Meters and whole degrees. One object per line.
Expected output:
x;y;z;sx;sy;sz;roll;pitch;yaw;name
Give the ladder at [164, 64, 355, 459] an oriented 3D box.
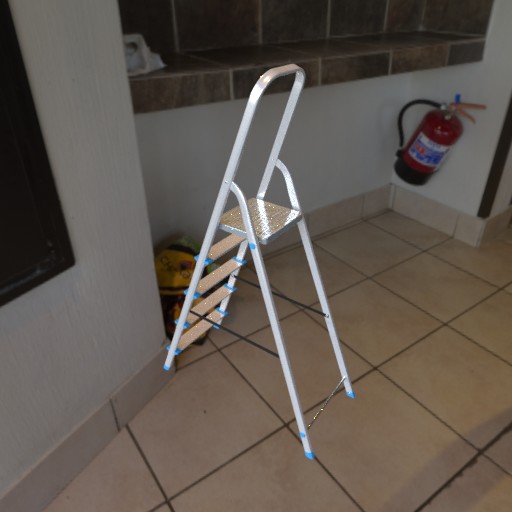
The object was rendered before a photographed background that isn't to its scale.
0.000;0.000;2.045;0.990;1.648;0.468;21;37;30;ladder
